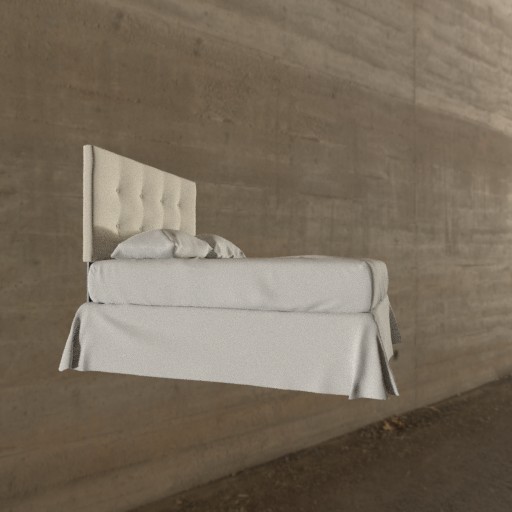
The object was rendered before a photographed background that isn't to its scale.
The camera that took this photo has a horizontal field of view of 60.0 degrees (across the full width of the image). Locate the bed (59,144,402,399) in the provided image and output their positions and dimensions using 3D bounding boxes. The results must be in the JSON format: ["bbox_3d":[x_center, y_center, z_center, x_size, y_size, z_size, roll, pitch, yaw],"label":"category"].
[{"bbox_3d":[0.000,0.000,3.570,2.222,1.577,1.936,0,-1,19],"label":"bed"}]
